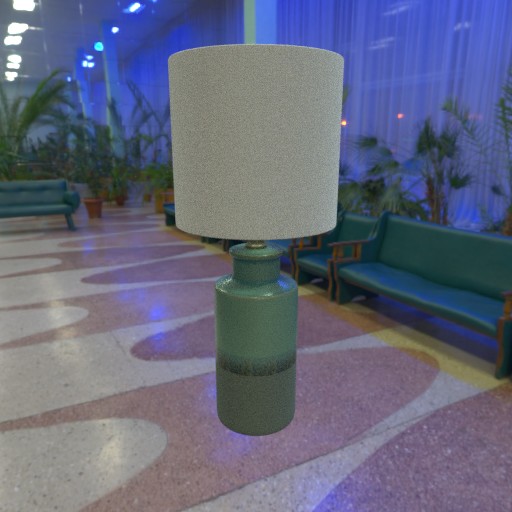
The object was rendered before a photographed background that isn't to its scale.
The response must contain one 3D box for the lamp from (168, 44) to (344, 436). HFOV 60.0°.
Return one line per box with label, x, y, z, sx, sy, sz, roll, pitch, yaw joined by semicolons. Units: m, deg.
lamp;0.000;0.000;0.606;0.212;0.493;0.212;-8;17;-26
